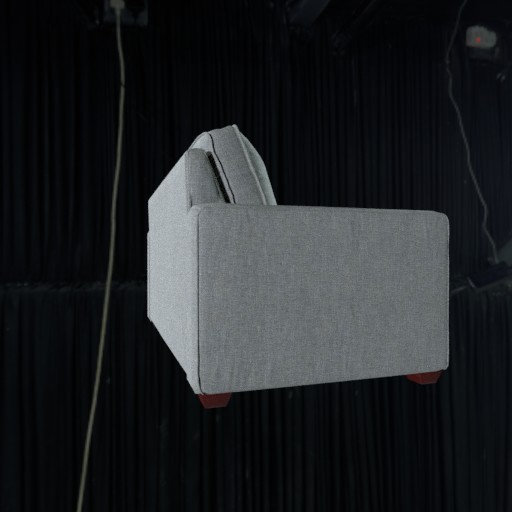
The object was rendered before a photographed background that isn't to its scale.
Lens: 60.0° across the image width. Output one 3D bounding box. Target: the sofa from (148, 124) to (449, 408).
[{"bbox_3d":[0.000,0.000,2.236,0.945,0.915,1.706,0,0,-18],"label":"sofa"}]
